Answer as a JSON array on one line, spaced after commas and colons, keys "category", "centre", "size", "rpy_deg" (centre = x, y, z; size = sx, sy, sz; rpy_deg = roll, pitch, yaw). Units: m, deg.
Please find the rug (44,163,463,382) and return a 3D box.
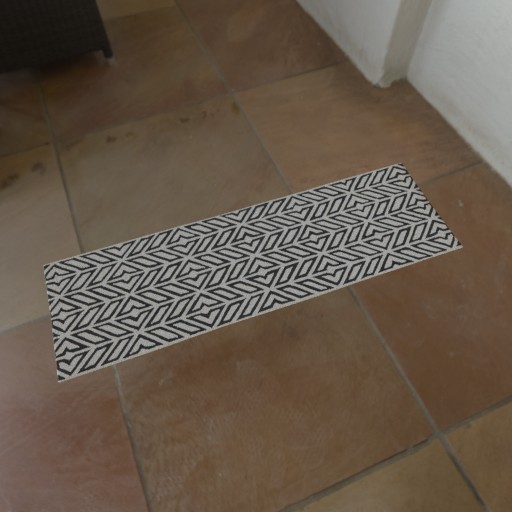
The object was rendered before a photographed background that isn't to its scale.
[{"category": "rug", "centre": [0.000, 0.000, 2.688], "size": [2.435, 0.009, 0.750], "rpy_deg": [-17, 60, -10]}]
